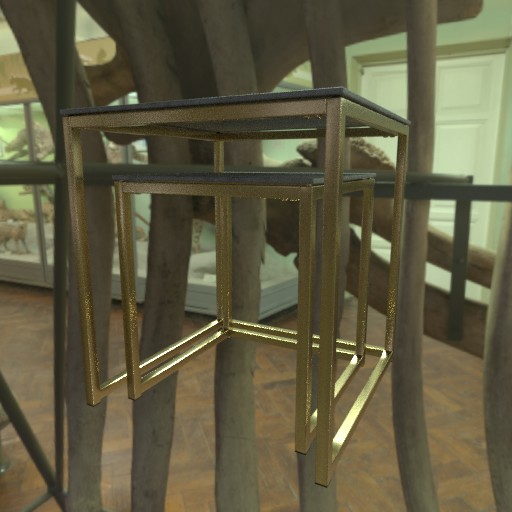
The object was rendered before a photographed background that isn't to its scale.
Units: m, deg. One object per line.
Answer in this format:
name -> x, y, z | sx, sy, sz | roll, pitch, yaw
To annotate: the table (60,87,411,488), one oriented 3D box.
table -> 0.000, 0.000, 0.827 | 0.450, 0.500, 0.450 | 6, 13, 27
